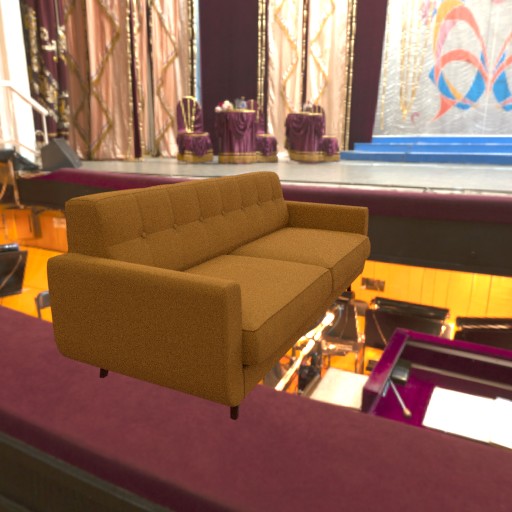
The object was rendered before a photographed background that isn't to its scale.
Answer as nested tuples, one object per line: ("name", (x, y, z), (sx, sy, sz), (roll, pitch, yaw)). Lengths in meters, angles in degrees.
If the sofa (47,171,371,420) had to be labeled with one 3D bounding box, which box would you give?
("sofa", (0.000, 0.000, 2.510), (0.909, 0.841, 2.029), (7, 16, 26))
